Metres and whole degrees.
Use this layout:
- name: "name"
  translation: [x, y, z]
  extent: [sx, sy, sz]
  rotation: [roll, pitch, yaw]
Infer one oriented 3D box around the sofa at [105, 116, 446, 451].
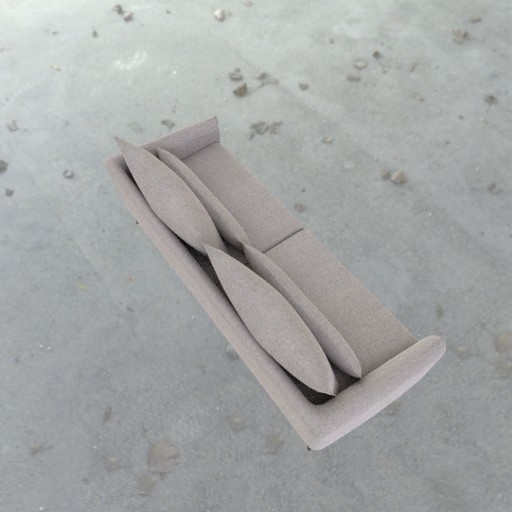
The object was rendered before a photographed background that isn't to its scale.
- name: "sofa"
  translation: [0.000, 0.000, 2.454]
  extent: [0.809, 0.833, 2.022]
  rotation: [-33, 63, -19]
